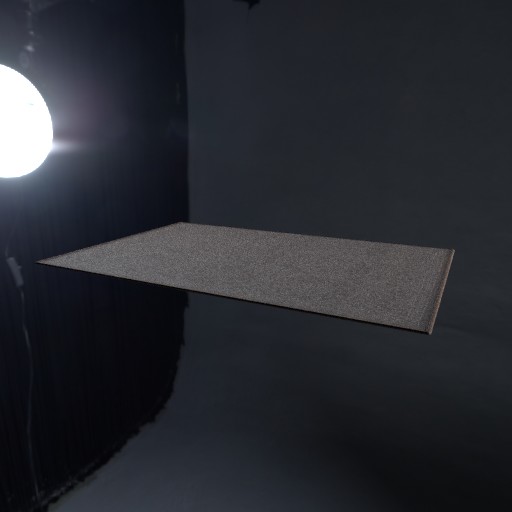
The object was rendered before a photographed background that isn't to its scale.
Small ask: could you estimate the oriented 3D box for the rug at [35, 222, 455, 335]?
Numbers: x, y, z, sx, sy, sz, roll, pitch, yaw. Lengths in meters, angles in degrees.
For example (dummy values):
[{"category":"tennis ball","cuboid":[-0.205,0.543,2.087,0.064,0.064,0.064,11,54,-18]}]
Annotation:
[{"category":"rug","cuboid":[0.000,0.000,2.878,2.286,0.011,1.524,7,17,26]}]
